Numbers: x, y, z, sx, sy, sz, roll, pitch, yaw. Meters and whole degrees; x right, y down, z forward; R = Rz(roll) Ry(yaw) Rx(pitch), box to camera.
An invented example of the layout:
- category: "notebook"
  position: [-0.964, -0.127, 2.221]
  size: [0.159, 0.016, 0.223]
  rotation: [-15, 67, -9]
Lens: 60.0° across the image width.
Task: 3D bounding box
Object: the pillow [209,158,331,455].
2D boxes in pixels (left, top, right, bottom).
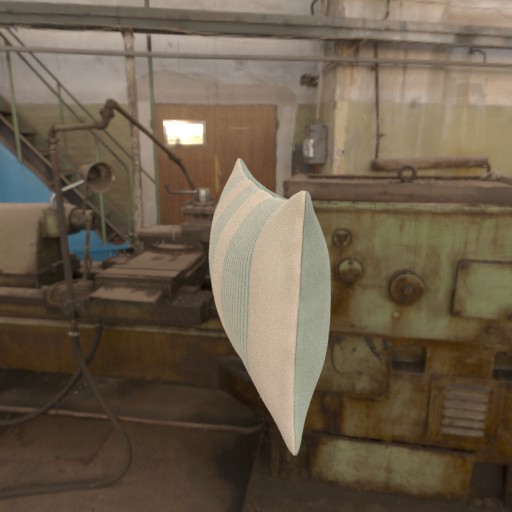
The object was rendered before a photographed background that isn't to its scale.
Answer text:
- category: "pillow"
  position: [0.000, 0.000, 0.724]
  size: [0.151, 0.287, 0.610]
  rotation: [-2, 15, -8]
